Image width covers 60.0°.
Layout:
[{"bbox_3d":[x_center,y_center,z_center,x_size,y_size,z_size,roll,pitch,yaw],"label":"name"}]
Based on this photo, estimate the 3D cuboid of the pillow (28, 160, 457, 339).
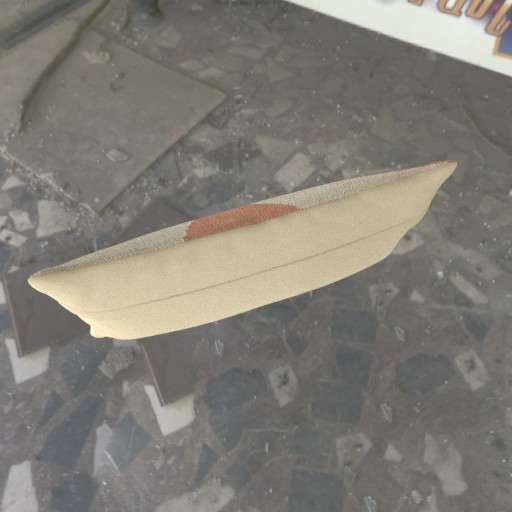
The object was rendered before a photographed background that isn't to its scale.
[{"bbox_3d":[0.000,0.000,0.723,0.609,0.292,0.155,-17,60,-10],"label":"pillow"}]
